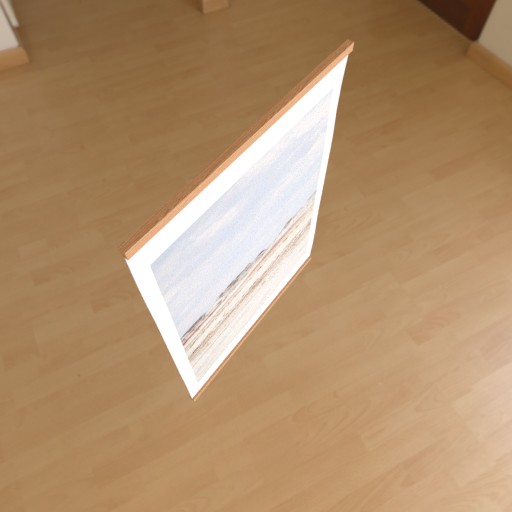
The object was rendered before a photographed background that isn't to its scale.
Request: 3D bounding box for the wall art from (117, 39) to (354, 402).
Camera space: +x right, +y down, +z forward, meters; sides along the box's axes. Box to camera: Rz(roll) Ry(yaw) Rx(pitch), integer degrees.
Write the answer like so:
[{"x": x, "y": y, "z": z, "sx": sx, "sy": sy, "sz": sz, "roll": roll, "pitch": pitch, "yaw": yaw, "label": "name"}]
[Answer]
[{"x": 0.000, "y": 0.000, "z": 0.808, "sx": 0.011, "sy": 0.605, "sz": 0.458, "roll": 33, "pitch": 64, "yaw": 19, "label": "wall art"}]
